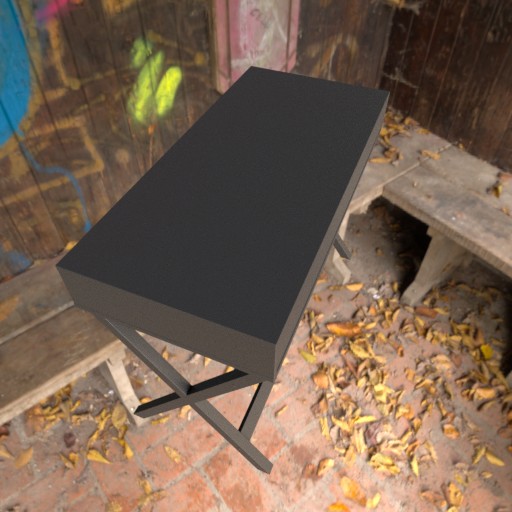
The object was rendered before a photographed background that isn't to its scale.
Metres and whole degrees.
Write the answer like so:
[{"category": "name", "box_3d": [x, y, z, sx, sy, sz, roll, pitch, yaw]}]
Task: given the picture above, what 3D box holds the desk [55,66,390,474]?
[{"category": "desk", "box_3d": [0.000, 0.000, 1.497, 0.525, 0.780, 1.057, 17, 49, 15]}]
